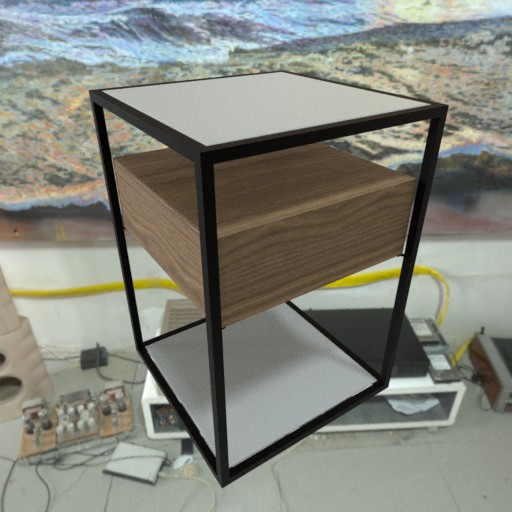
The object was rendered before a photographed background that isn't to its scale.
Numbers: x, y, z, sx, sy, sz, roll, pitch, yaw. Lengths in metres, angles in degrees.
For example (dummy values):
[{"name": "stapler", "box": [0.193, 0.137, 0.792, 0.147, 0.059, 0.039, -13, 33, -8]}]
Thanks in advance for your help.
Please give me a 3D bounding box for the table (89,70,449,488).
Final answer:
[{"name": "table", "box": [0.000, 0.000, 0.784, 0.378, 0.540, 0.378, -19, 35, -28]}]
